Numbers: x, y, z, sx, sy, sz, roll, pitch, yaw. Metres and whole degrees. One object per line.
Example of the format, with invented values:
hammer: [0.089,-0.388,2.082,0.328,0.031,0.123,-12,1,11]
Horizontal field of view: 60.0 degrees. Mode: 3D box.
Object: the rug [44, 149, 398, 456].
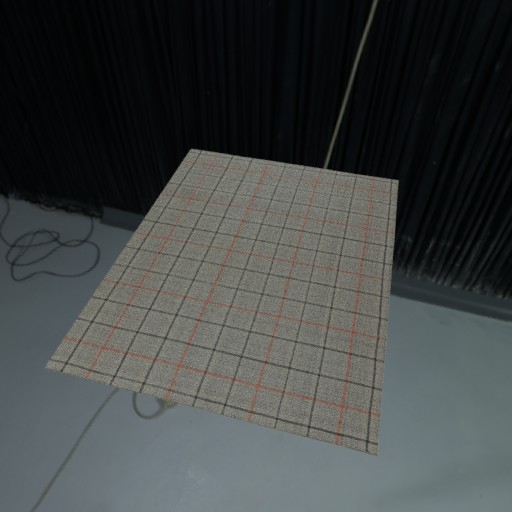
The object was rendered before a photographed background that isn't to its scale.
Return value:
rug: [0.000,0.000,4.092,2.444,0.012,3.048,11,47,10]
